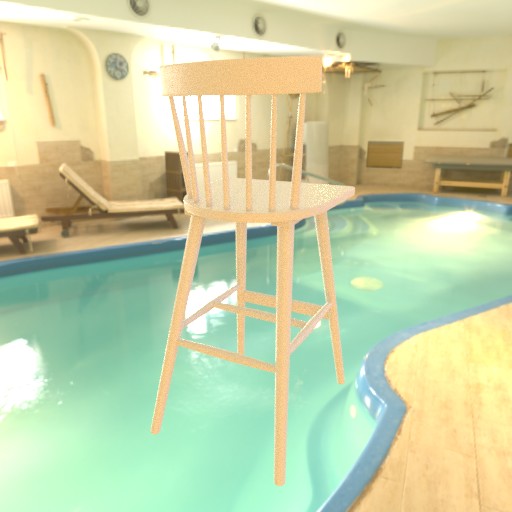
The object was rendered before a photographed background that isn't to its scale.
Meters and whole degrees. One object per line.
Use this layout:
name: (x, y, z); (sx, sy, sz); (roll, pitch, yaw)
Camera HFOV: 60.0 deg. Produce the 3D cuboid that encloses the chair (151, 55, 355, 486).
chair: (0.000, 0.000, 1.378); (0.483, 1.092, 0.572); (9, 20, 27)
